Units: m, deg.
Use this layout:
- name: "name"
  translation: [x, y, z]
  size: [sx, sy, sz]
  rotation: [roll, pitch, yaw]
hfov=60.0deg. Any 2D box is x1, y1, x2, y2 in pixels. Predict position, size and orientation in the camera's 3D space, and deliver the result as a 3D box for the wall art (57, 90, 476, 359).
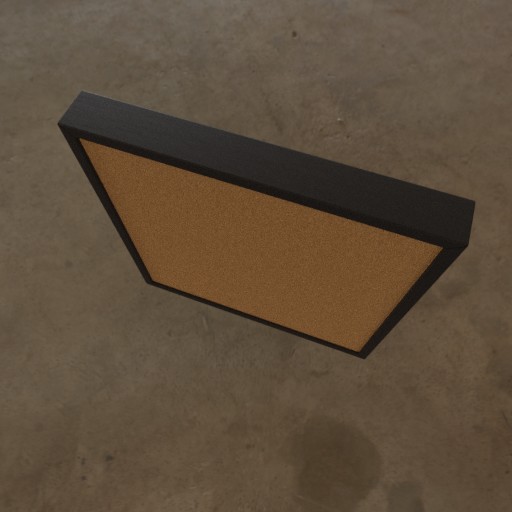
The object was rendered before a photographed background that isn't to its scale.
- name: "wall art"
  translation: [0.000, 0.000, 0.452]
  size: [0.305, 0.305, 0.037]
  rotation: [18, 65, 9]
